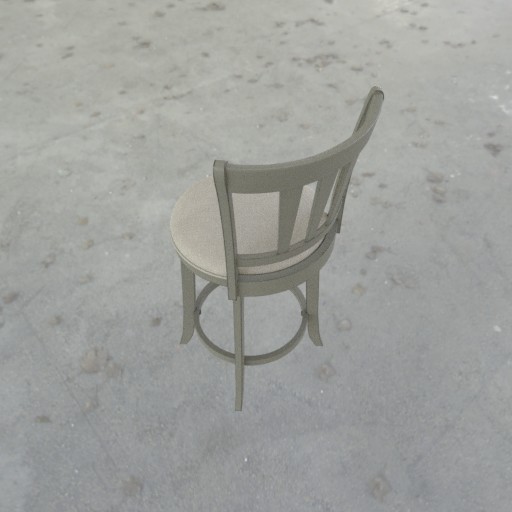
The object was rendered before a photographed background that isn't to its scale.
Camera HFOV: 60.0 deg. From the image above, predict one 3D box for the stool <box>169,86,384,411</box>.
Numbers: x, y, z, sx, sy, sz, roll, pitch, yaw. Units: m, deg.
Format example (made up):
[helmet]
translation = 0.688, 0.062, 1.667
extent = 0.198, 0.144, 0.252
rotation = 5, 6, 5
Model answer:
[stool]
translation = 0.000, 0.000, 1.284
extent = 0.450, 0.994, 0.486
rotation = -31, 54, -26
